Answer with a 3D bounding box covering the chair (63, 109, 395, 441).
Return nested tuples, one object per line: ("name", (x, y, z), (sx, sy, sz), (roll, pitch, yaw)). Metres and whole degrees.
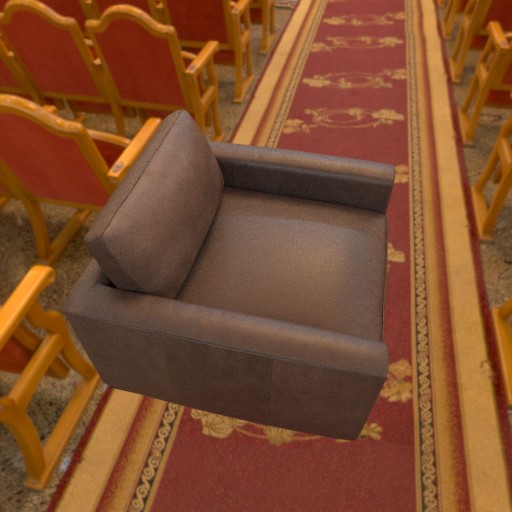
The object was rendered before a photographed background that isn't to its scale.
("chair", (0.000, 0.000, 1.812), (1.069, 0.812, 1.100), (10, 48, 9))
